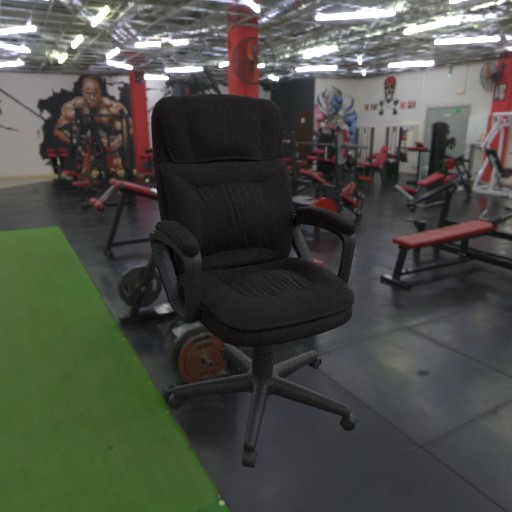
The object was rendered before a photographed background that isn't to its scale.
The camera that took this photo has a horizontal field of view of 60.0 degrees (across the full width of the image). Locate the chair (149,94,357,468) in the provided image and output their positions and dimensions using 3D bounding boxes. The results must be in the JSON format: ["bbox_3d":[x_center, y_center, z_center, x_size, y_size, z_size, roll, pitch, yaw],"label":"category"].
[{"bbox_3d":[0.000,0.000,1.559,0.667,1.105,0.724,-8,19,-26],"label":"chair"}]
